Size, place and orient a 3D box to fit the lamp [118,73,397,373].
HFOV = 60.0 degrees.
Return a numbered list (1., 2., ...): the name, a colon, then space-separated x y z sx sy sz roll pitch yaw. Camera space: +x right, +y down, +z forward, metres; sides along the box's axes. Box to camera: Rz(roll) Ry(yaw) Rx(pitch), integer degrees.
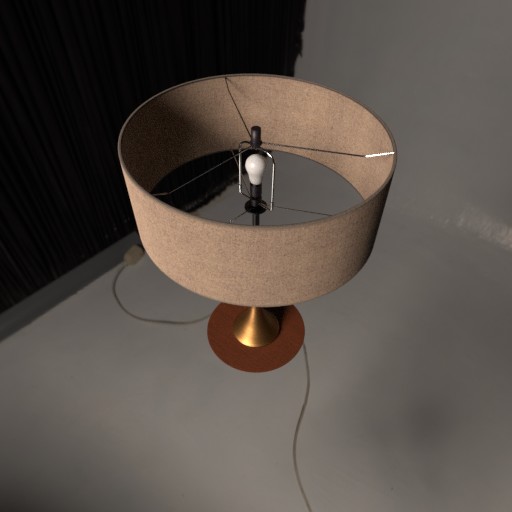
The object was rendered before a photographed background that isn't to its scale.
1. lamp: 0.000 0.000 0.854 0.417 0.551 0.396 34 55 27
